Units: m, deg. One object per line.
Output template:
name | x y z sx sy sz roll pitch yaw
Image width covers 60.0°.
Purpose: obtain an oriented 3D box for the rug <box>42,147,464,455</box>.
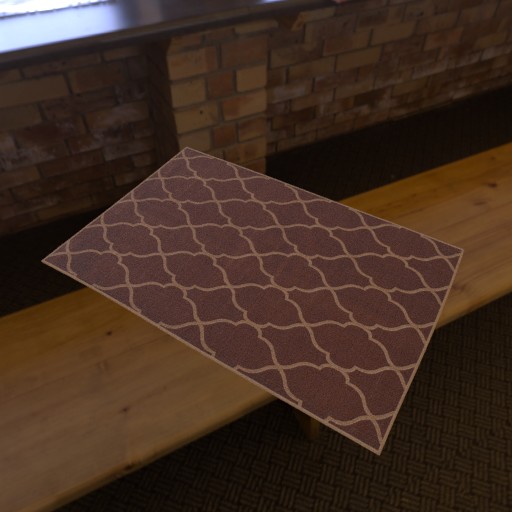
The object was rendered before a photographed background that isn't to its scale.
rug | 0.000 0.000 2.866 2.290 0.014 1.526 24 52 21
